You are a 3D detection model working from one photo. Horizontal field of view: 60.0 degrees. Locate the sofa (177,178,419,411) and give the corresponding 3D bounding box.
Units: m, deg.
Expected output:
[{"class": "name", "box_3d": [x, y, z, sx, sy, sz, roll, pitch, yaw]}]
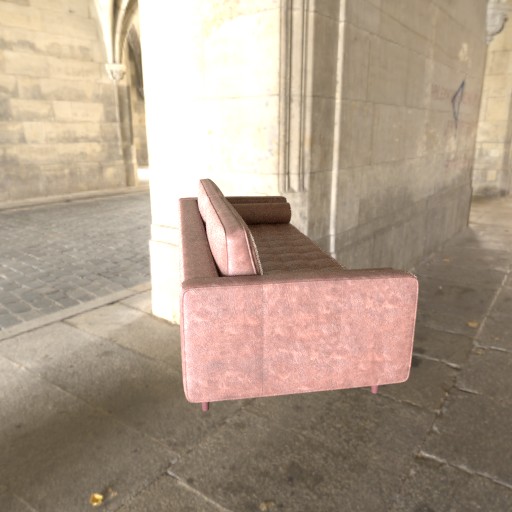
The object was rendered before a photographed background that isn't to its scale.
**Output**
[{"class": "sofa", "box_3d": [0.000, 0.000, 2.666, 0.914, 0.762, 2.210, -3, 16, -9]}]
